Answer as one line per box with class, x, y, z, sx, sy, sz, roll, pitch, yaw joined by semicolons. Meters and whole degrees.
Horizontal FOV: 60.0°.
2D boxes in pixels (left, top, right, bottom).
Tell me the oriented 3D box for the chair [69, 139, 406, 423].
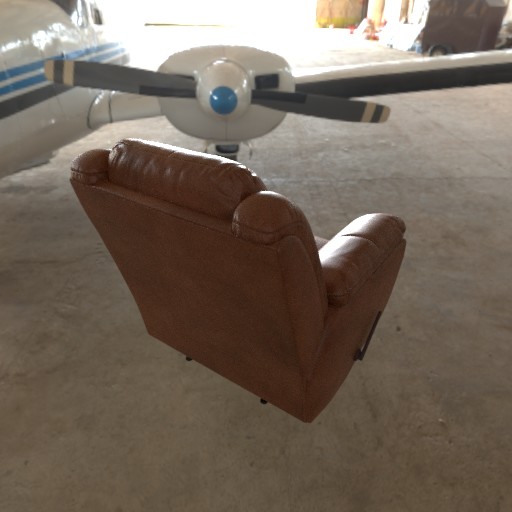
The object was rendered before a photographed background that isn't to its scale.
chair;0.000;0.000;1.892;0.990;1.093;1.041;20;35;31
